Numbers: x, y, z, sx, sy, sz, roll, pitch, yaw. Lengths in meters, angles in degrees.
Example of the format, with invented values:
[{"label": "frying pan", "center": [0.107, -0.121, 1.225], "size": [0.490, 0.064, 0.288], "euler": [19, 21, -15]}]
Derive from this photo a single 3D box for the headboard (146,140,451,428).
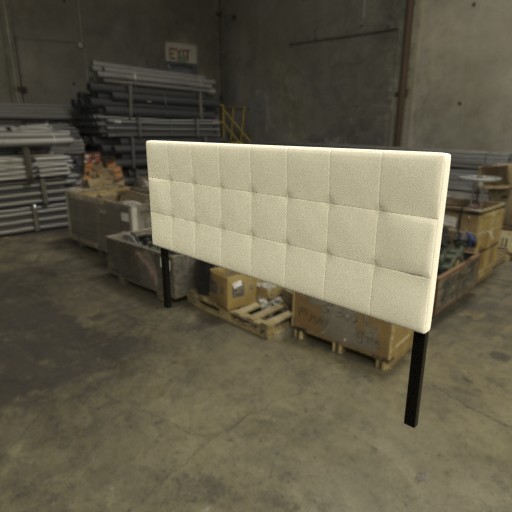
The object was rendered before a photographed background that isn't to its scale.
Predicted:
[{"label": "headboard", "center": [0.000, 0.000, 2.892], "size": [2.362, 1.410, 0.120], "euler": [16, 23, 43]}]
